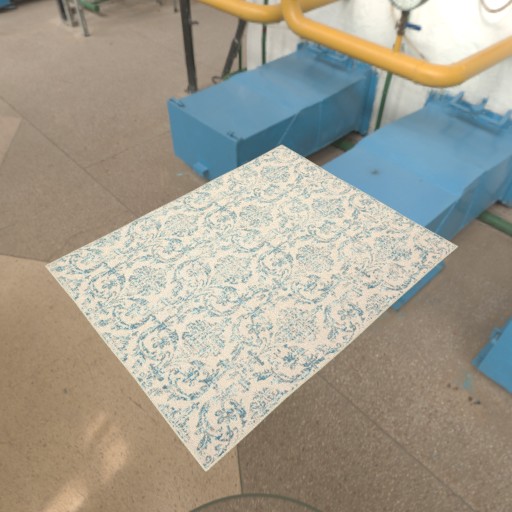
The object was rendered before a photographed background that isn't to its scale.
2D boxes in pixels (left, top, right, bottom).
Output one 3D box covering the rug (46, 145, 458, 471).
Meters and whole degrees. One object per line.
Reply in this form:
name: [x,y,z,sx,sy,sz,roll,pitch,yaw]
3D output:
rug: [0.000,0.000,4.073,2.980,0.012,2.363,-33,54,-28]
